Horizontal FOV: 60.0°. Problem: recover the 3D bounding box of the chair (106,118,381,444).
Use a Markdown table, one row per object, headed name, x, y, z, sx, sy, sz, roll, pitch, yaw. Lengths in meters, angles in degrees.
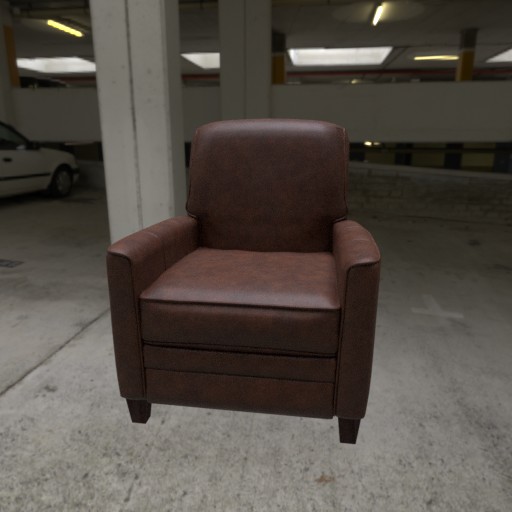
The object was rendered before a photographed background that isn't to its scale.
| name | x | y | z | sx | sy | sz | roll | pitch | yaw |
| --- | --- | --- | --- | --- | --- | --- | --- | --- | --- |
| chair | 0.000 | 0.000 | 1.664 | 0.839 | 1.010 | 0.850 | 2 | 16 | 8 |
